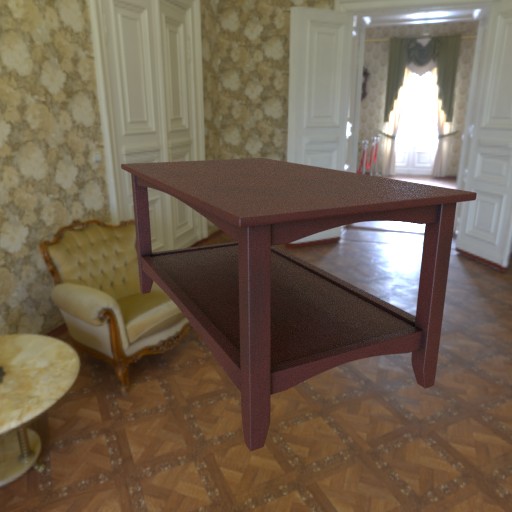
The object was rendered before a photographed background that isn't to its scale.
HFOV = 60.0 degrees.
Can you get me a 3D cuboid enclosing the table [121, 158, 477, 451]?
[{"bbox_3d":[0.000,0.000,1.254,0.533,0.456,0.943,-8,19,-26],"label":"table"}]
